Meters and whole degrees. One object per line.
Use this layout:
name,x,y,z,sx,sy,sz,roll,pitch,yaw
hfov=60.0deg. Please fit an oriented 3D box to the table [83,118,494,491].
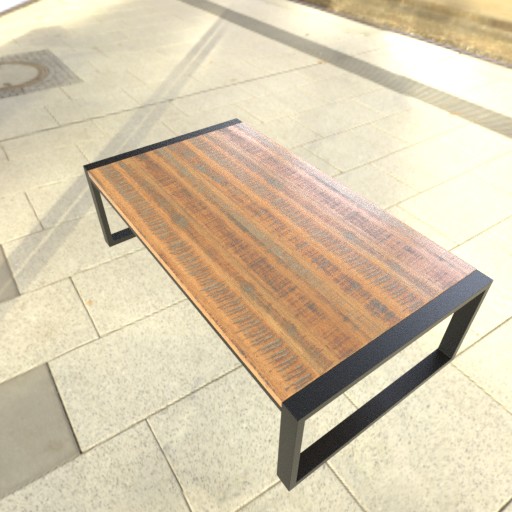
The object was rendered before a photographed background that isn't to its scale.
table,0.000,0.000,1.679,0.750,0.400,1.350,-26,48,-26
